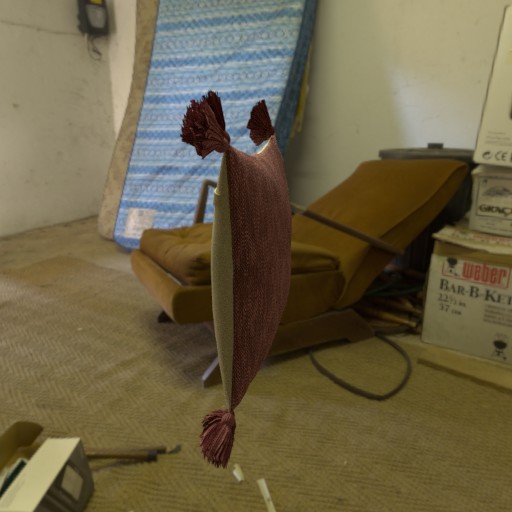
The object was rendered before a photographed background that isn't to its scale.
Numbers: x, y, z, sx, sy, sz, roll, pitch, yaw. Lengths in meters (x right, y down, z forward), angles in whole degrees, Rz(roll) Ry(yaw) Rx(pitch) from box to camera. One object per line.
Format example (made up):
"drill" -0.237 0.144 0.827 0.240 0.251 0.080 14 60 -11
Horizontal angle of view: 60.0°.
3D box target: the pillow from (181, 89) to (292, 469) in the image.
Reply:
"pillow" 0.000 0.000 0.956 0.138 0.659 0.641 3 17 11
